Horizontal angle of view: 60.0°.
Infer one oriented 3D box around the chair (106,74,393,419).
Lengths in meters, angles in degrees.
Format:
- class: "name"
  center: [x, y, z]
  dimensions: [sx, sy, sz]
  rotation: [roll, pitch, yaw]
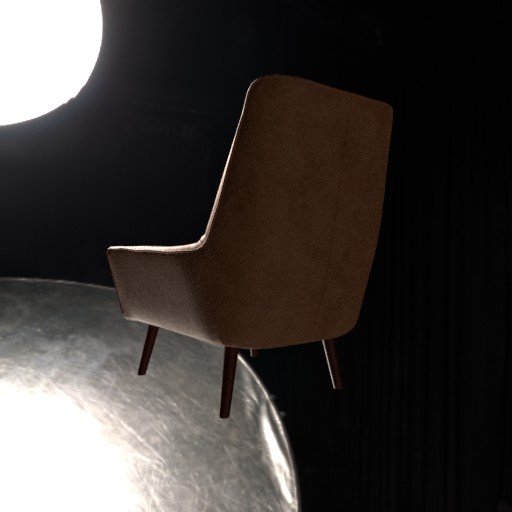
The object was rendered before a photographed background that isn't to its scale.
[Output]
- class: "chair"
  center: [0.000, 0.000, 1.481]
  dimensions: [0.753, 0.883, 0.851]
  rotation: [0, 1, -35]
